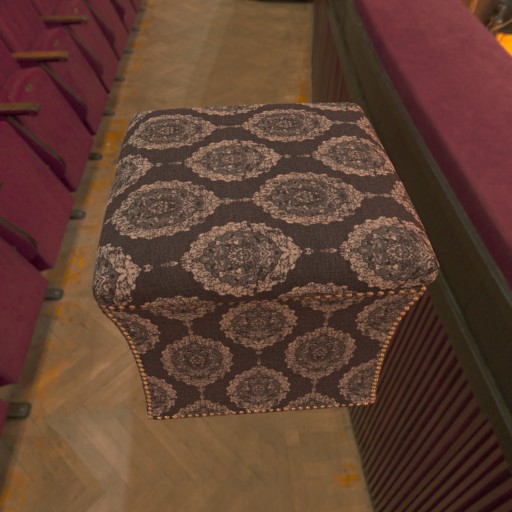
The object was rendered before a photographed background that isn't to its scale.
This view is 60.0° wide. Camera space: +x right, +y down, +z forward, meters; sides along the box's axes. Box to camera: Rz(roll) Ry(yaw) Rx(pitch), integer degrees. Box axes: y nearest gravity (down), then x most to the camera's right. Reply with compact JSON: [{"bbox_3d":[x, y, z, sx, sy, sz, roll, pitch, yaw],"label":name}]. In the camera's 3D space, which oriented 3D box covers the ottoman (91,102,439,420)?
[{"bbox_3d":[0.000,0.000,0.915,0.507,0.475,0.497,-3,46,-3],"label":"ottoman"}]
